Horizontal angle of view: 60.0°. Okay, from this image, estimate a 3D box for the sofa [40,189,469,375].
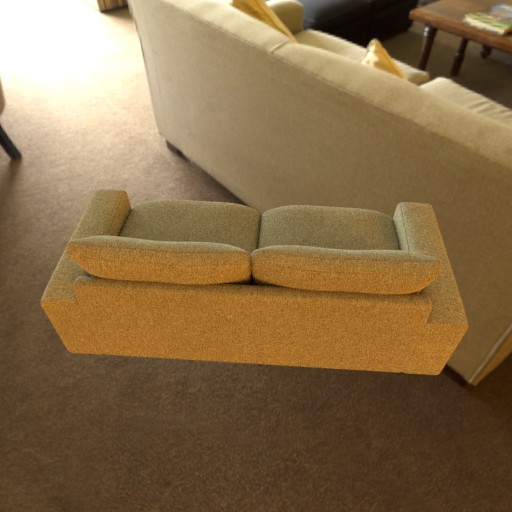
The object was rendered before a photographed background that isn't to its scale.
[{"bbox_3d":[0.000,0.000,2.780,2.299,0.922,1.040,3,47,3],"label":"sofa"}]
